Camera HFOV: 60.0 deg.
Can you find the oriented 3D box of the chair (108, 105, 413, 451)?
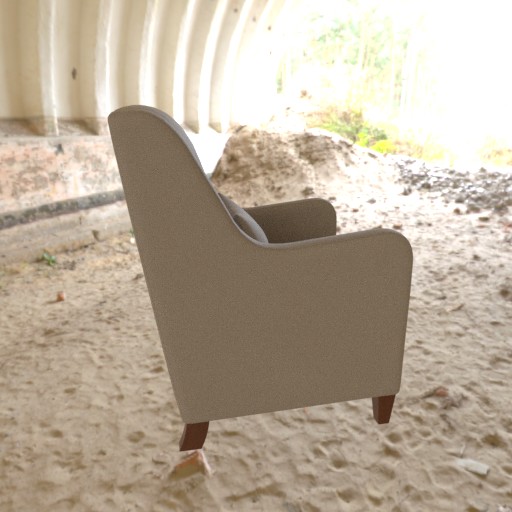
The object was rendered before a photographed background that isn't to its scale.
[{"bbox_3d":[0.000,0.000,1.583,0.863,1.010,0.715,-3,16,-11],"label":"chair"}]
